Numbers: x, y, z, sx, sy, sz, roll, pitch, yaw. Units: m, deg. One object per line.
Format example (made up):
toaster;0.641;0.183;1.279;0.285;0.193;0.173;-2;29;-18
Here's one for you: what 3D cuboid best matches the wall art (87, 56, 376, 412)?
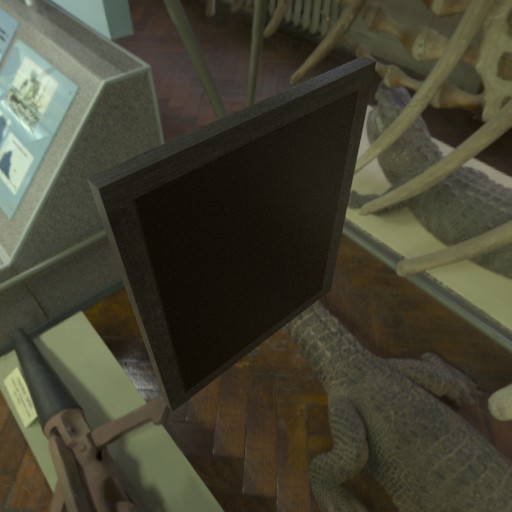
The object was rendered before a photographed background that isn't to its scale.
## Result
wall art;0.000;0.000;0.808;0.479;0.580;0.027;-33;55;-27
